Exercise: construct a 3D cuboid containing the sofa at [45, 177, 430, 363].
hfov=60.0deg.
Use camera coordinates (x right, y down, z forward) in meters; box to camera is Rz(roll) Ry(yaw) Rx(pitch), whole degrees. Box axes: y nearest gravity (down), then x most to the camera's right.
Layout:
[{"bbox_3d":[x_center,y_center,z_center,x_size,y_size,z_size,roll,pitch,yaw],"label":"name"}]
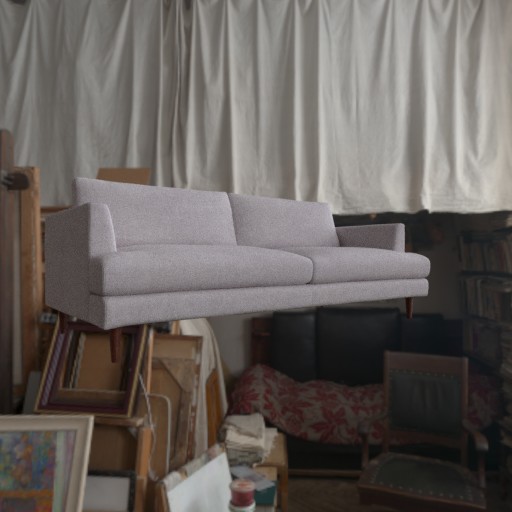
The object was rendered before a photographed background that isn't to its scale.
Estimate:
[{"bbox_3d":[0.000,0.000,2.769,2.250,0.868,1.020,0,0,-37],"label":"sofa"}]
